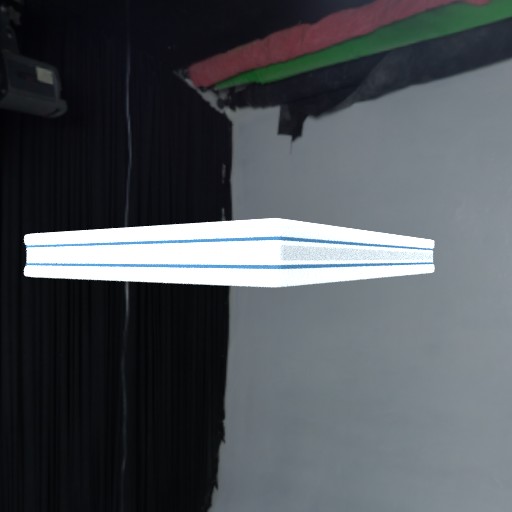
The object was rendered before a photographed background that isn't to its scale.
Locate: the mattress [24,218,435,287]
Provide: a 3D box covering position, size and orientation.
[{"bbox_3d":[0.000,0.000,2.698,1.600,0.230,2.000,0,-1,35],"label":"mattress"}]
